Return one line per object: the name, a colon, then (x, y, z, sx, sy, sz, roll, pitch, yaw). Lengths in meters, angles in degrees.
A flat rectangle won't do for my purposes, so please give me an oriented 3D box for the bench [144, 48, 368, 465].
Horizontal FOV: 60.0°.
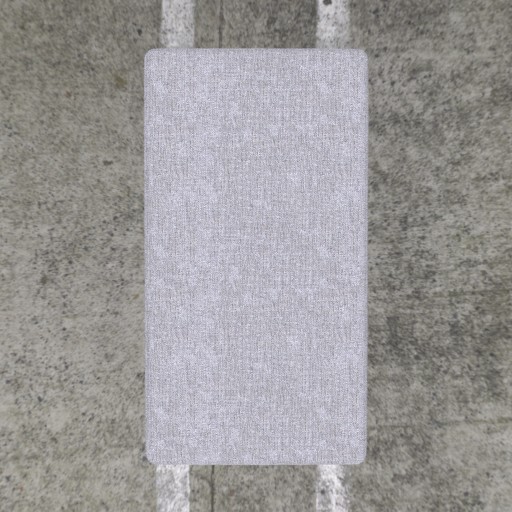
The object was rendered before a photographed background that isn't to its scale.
bench: (0.000, 0.000, 0.938, 0.366, 0.467, 0.681, 0, 91, 0)
